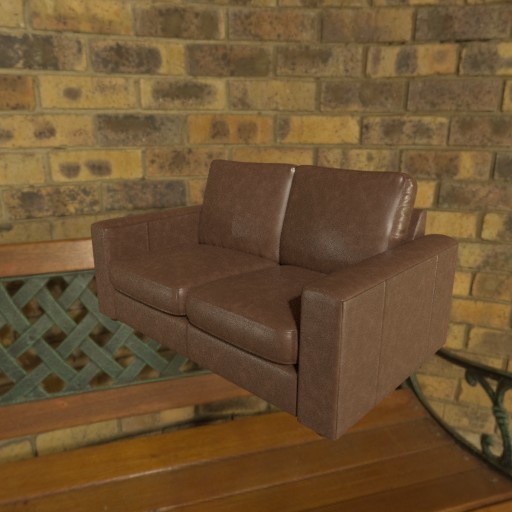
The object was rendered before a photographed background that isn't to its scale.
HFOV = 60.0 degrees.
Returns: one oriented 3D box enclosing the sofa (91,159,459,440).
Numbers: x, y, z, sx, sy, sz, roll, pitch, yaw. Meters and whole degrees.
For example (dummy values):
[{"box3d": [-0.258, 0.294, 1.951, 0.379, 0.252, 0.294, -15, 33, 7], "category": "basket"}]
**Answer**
[{"box3d": [0.000, 0.000, 2.236, 1.616, 0.873, 1.016, 15, 22, 41], "category": "sofa"}]
